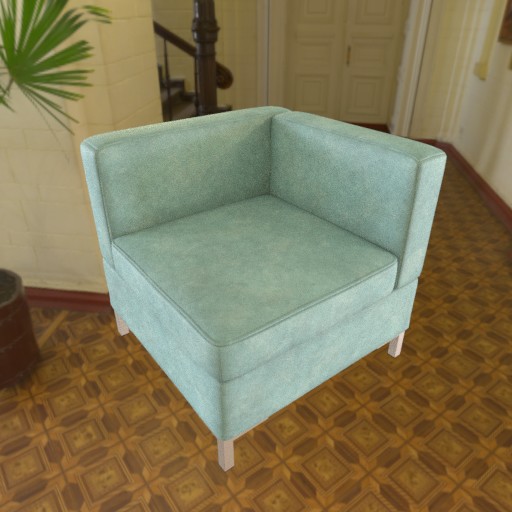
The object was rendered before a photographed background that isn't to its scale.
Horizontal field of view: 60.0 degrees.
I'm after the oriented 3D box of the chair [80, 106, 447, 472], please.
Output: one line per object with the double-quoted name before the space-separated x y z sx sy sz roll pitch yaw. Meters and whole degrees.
"chair" 0.000 0.000 1.249 0.691 0.660 0.684 -21 36 -32
